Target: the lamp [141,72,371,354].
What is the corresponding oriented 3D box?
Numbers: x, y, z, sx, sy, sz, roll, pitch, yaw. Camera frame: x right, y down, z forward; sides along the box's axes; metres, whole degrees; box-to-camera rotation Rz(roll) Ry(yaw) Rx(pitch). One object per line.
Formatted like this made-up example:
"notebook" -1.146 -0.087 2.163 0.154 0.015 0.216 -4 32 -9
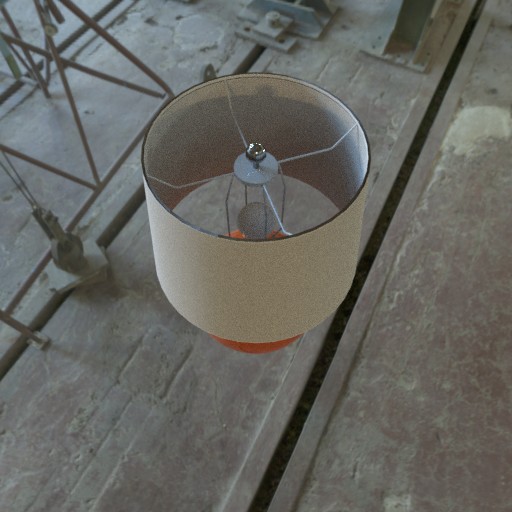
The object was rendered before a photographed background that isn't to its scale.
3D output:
"lamp" 0.000 0.000 0.563 0.247 0.387 0.247 0 59 0
